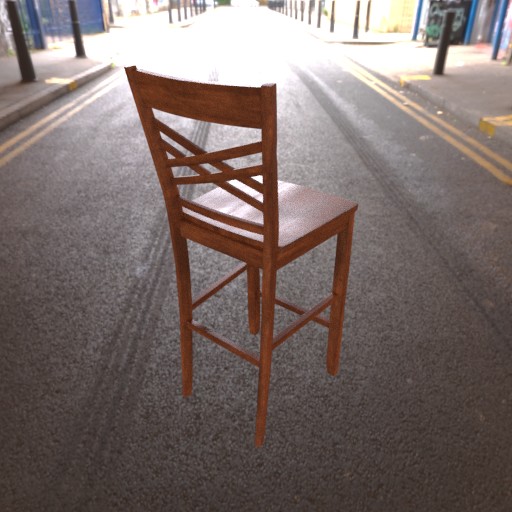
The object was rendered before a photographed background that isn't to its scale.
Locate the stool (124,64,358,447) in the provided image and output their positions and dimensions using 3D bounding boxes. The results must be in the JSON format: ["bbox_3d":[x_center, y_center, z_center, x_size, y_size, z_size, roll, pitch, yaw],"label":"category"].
[{"bbox_3d":[0.000,0.000,1.369,0.433,1.105,0.487,22,37,32],"label":"stool"}]
